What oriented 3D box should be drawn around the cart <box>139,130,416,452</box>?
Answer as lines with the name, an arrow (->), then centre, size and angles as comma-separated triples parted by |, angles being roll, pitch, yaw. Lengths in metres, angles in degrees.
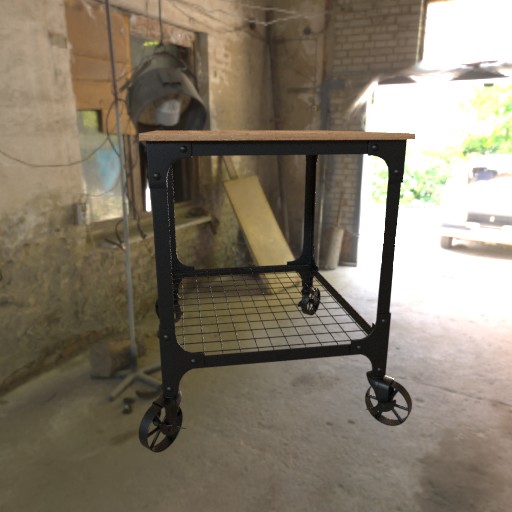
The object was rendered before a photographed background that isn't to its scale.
cart -> 0.000, 0.000, 1.115 | 0.558, 0.603, 0.666 | -3, 16, -9
